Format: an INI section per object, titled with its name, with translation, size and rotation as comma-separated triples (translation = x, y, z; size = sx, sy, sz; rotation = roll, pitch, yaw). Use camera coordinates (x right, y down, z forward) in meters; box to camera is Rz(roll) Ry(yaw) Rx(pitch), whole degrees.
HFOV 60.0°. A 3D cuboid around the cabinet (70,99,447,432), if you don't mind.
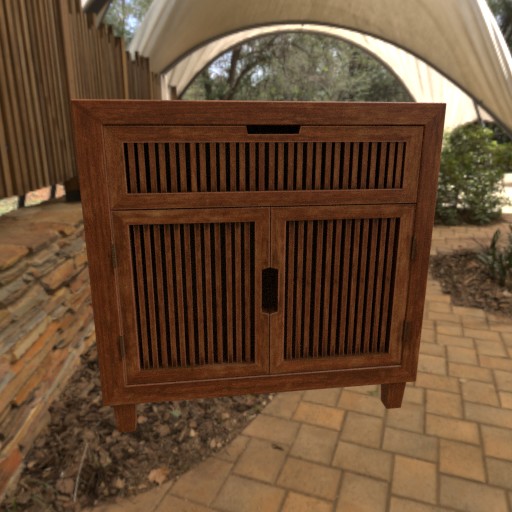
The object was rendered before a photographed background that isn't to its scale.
[cabinet]
translation = 0.000, 0.000, 1.224
size = 0.796, 0.785, 0.412
rotation = -2, 16, -8
